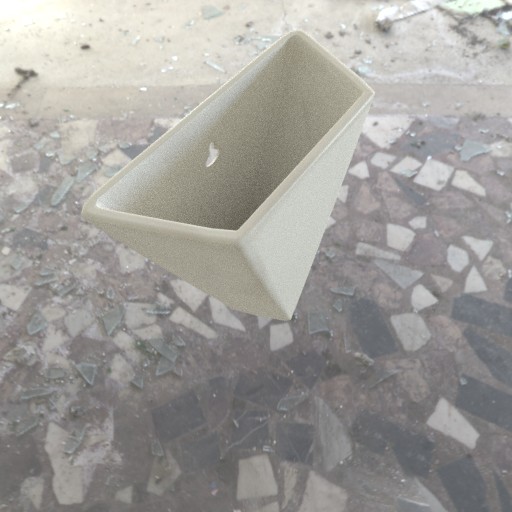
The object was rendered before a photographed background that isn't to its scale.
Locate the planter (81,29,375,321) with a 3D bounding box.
[{"bbox_3d":[0.000,0.000,0.269,0.060,0.197,0.150,31,62,18],"label":"planter"}]
